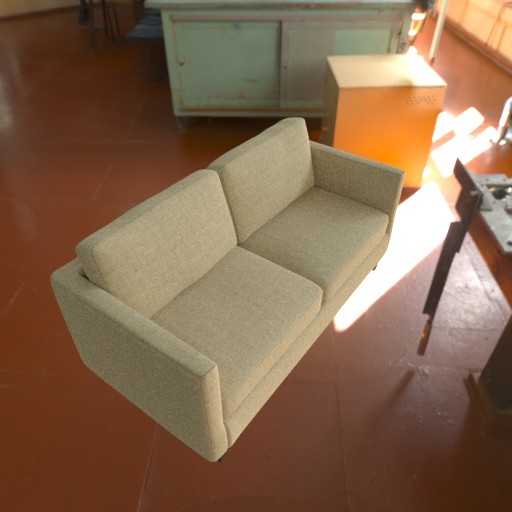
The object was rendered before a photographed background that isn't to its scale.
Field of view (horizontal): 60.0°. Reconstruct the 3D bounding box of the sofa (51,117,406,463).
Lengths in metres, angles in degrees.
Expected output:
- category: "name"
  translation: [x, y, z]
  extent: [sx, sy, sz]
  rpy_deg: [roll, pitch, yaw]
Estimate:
- category: "sofa"
  translation: [0.000, 0.000, 2.494]
  extent: [0.950, 0.963, 1.884]
  rpy_deg: [25, 46, 27]
